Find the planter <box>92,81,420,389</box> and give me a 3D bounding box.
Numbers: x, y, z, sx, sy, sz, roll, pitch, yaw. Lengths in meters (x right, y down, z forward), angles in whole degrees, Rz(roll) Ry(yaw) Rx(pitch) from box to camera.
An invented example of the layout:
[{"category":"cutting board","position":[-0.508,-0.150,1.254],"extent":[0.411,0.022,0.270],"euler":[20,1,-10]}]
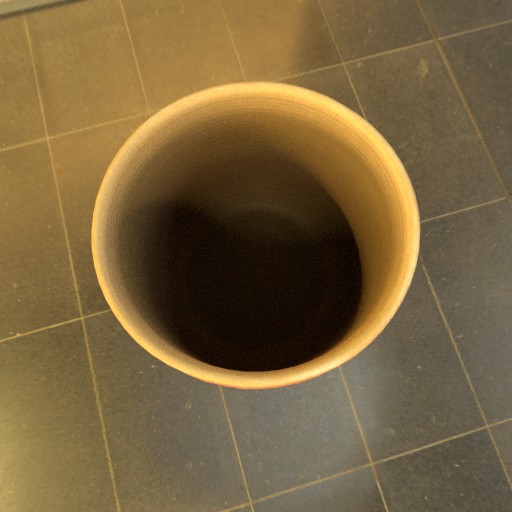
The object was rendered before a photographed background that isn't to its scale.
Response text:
[{"category":"planter","position":[0.000,0.000,0.292],"extent":[0.170,0.152,0.170],"euler":[0,75,0]}]
